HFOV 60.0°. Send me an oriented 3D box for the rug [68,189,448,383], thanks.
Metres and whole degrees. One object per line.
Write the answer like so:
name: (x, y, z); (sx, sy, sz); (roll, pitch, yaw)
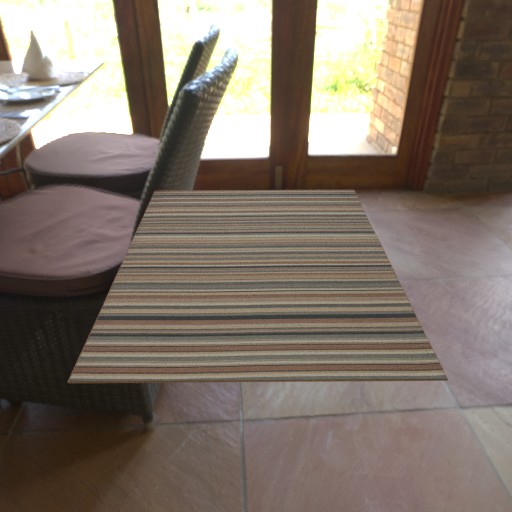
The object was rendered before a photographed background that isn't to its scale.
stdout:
rug: (0.000, 0.000, 4.118); (2.436, 0.011, 3.045); (0, 32, -1)
